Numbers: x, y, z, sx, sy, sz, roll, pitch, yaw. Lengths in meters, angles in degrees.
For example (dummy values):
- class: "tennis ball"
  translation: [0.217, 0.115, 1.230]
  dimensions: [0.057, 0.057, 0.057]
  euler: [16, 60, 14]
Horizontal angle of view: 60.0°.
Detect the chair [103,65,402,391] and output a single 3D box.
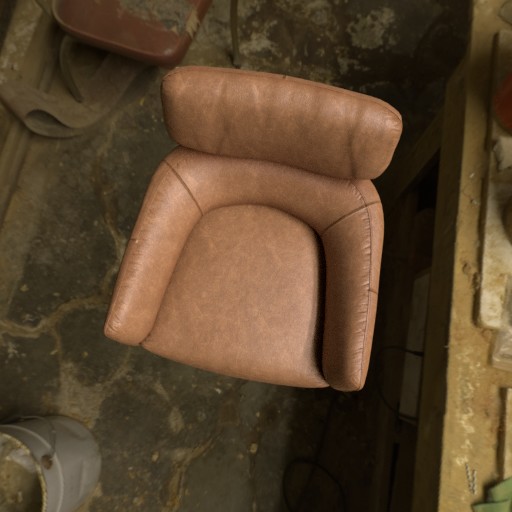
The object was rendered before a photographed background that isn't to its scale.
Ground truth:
- class: "chair"
  translation: [0.000, 0.000, 1.334]
  dimensions: [0.706, 0.812, 0.715]
  euler: [11, 75, 3]
